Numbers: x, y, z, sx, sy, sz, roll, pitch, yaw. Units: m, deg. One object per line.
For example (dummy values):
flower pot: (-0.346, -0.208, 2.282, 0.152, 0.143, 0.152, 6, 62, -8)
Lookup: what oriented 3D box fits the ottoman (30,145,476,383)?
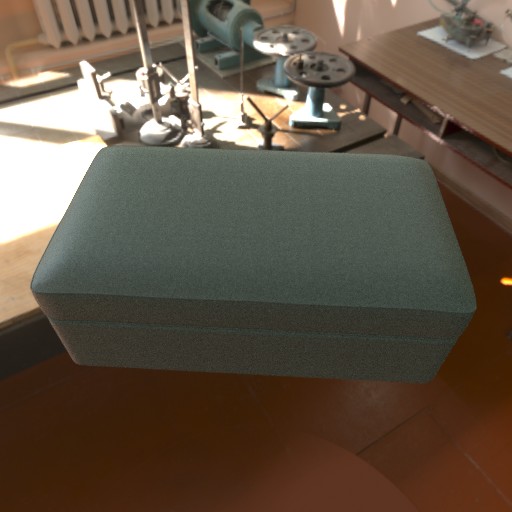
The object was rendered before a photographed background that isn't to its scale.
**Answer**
ottoman: (0.000, 0.000, 1.496, 1.173, 0.494, 0.681, 2, 47, 2)
